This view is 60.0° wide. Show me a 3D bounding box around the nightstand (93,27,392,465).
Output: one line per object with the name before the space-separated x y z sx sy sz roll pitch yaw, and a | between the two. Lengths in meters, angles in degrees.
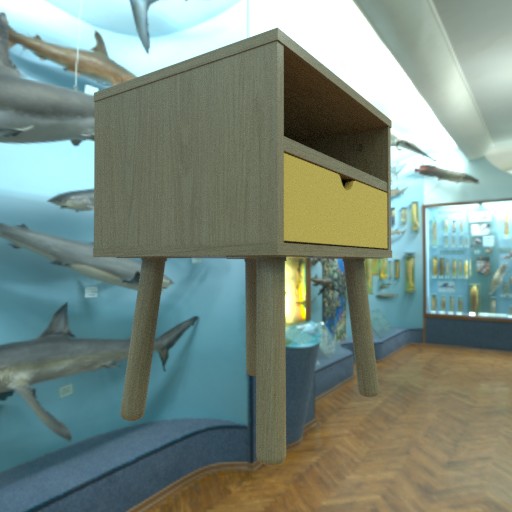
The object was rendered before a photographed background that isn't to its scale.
nightstand | 0.000 0.000 0.850 0.380 0.571 0.450 -1 -1 35
